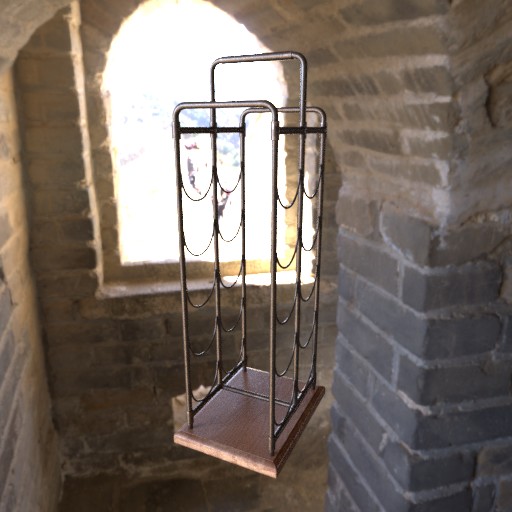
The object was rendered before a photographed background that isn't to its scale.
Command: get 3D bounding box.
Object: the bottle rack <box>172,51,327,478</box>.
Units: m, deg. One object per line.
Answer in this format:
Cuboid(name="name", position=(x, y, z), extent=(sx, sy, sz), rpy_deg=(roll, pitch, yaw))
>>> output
Cuboid(name="bottle rack", position=(0.000, 0.000, 0.810), extent=(0.208, 0.680, 0.276), rpy_deg=(8, 18, 24))
